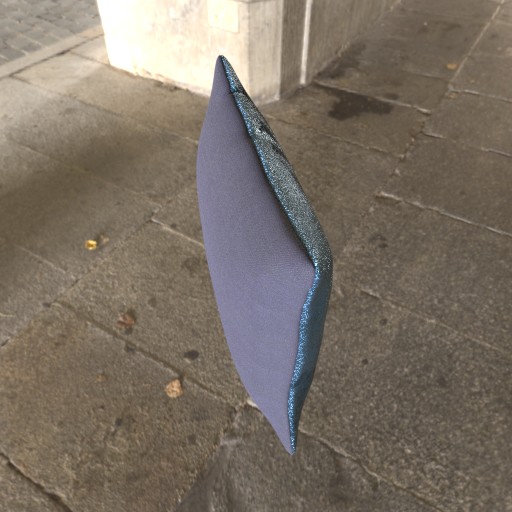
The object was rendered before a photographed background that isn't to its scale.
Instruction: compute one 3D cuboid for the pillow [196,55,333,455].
[{"bbox_3d":[0.000,0.000,0.656,0.138,0.430,0.436,-10,48,-9],"label":"pillow"}]
